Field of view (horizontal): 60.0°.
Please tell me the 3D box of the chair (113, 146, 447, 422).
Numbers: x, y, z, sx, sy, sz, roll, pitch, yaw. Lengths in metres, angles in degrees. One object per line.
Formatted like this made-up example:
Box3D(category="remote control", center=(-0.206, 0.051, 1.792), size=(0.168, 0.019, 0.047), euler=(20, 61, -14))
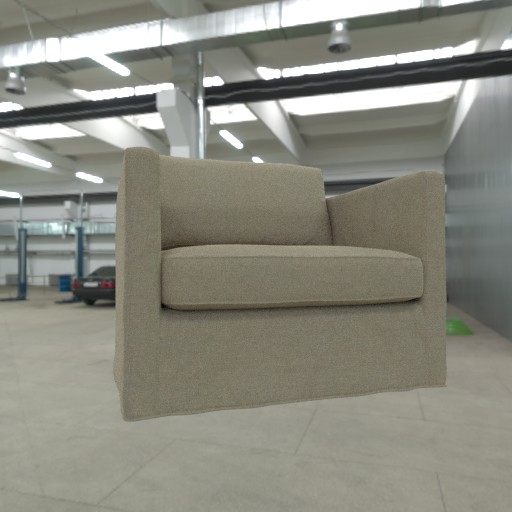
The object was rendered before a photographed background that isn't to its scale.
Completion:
Box3D(category="chair", center=(0.000, 0.000, 1.727), size=(1.057, 0.863, 0.949), euler=(0, -1, -19))
